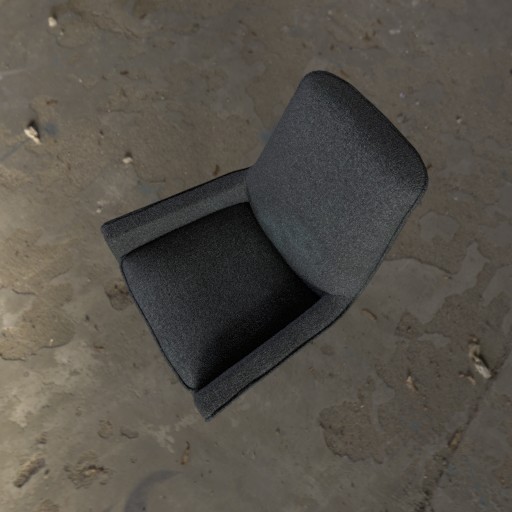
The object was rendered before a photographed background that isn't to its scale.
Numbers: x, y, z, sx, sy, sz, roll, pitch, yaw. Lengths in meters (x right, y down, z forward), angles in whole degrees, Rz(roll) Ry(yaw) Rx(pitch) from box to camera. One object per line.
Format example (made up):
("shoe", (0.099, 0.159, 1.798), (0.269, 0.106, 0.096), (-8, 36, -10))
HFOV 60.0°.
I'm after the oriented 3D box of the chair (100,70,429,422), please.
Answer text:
("chair", (0.000, 0.000, 1.516), (0.859, 0.883, 0.763), (-30, 68, -13))
